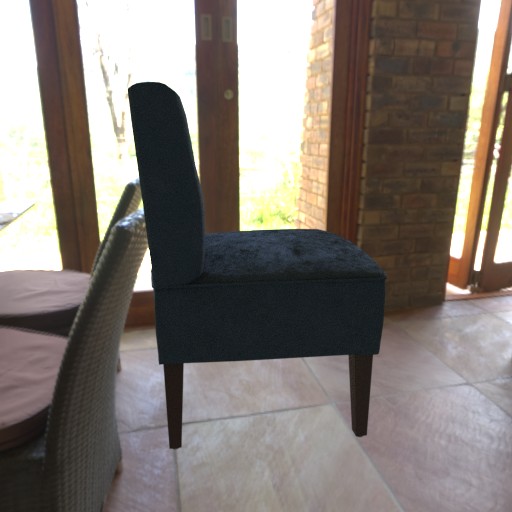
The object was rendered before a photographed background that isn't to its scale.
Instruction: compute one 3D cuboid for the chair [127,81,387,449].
[{"bbox_3d":[0.000,0.000,1.149,0.551,0.806,0.521,-3,16,-9],"label":"chair"}]
